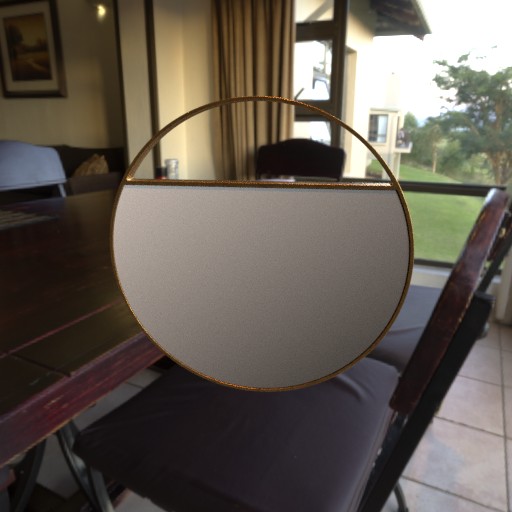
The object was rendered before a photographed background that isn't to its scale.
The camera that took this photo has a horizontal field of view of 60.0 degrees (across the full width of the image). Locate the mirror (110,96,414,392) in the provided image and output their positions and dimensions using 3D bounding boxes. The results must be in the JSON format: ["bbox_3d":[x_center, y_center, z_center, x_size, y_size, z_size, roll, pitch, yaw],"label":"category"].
[{"bbox_3d":[0.000,0.000,0.834,0.565,0.565,0.032,2,17,8],"label":"mirror"}]
